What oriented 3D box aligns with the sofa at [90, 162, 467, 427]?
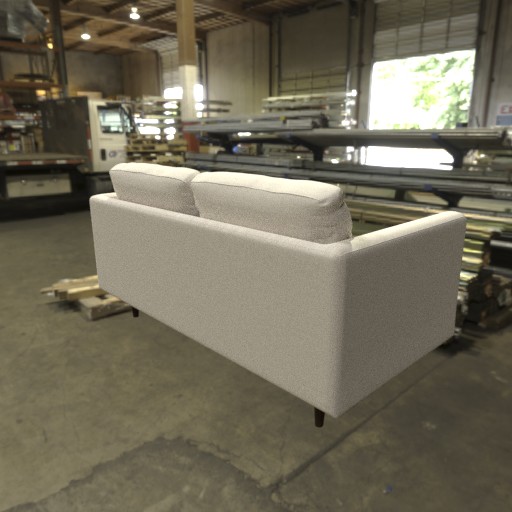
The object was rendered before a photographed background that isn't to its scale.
[{"bbox_3d":[0.000,0.000,2.222,0.940,0.893,1.713,-15,22,-41],"label":"sofa"}]
